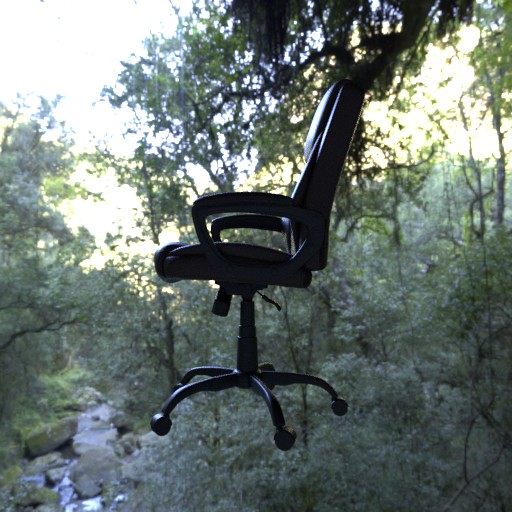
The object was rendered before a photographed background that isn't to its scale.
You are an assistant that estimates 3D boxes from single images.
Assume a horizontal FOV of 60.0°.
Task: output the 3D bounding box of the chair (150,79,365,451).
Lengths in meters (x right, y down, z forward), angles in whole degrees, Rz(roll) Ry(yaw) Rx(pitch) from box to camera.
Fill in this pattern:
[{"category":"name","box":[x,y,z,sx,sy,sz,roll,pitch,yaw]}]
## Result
[{"category":"chair","box":[0.000,0.000,1.512,0.655,1.072,0.615,0,-2,0]}]
